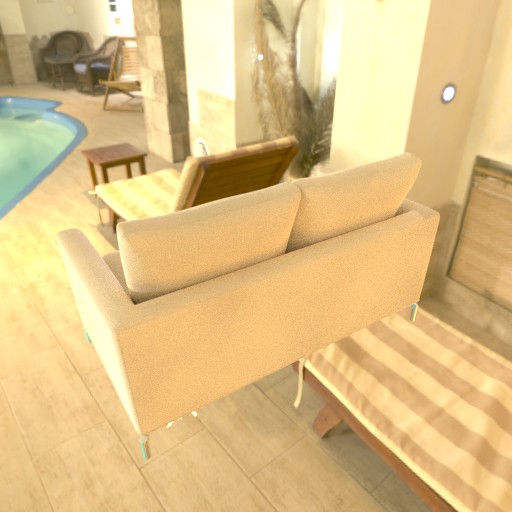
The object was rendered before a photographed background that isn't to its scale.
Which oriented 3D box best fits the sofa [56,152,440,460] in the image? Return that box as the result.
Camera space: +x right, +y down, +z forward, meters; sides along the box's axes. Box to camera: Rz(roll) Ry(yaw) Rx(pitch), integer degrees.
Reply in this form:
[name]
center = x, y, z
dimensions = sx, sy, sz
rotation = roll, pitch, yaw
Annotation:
[sofa]
center = 0.000, 0.000, 2.319
dimensions = 1.739, 0.995, 0.906
rotation = -18, 35, -28
